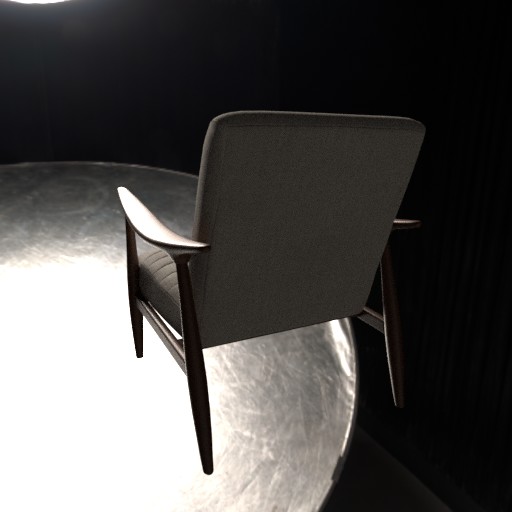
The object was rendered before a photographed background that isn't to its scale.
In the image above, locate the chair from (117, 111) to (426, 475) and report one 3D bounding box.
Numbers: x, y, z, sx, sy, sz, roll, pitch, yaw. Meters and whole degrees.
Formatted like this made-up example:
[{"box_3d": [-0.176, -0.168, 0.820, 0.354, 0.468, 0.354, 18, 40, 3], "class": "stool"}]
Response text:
[{"box_3d": [0.000, 0.000, 1.399, 0.741, 0.832, 0.798, -7, 17, -25], "class": "chair"}]
